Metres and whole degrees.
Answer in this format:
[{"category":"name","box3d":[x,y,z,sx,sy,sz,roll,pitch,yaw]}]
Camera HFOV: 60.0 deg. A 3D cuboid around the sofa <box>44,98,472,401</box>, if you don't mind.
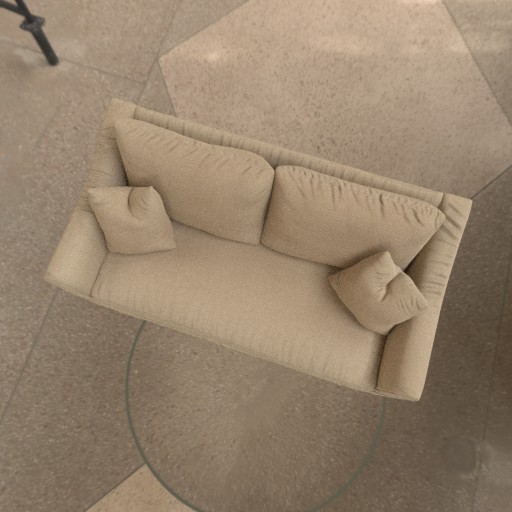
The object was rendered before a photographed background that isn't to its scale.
[{"category":"sofa","box3d":[0.000,0.000,2.539,2.010,1.018,1.072,17,75,5]}]
